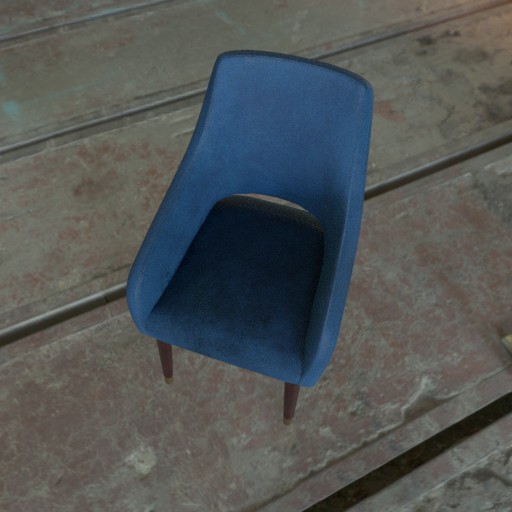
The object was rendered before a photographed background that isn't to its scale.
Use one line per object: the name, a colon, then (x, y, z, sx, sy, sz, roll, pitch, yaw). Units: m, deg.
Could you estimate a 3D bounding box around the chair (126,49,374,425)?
chair: (0.000, 0.000, 1.582, 0.683, 1.081, 0.794, 16, 58, 10)
